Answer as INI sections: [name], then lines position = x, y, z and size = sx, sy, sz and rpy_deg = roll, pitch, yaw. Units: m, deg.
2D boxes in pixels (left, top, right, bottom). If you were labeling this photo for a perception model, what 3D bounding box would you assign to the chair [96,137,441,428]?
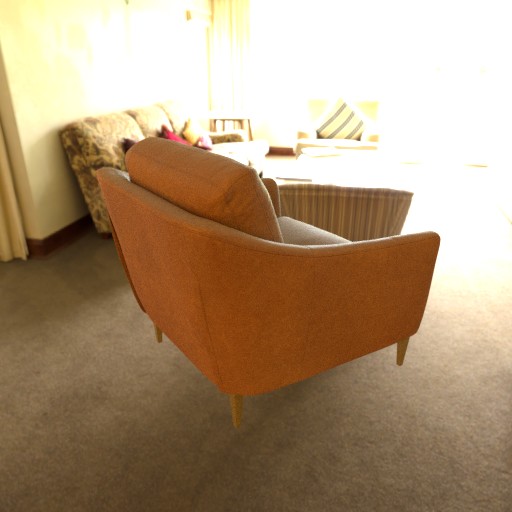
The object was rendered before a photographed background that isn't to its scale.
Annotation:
[chair]
position = 0.000, 0.000, 1.735
size = 0.963, 0.895, 0.988
rpy_deg = -17, 29, -33
